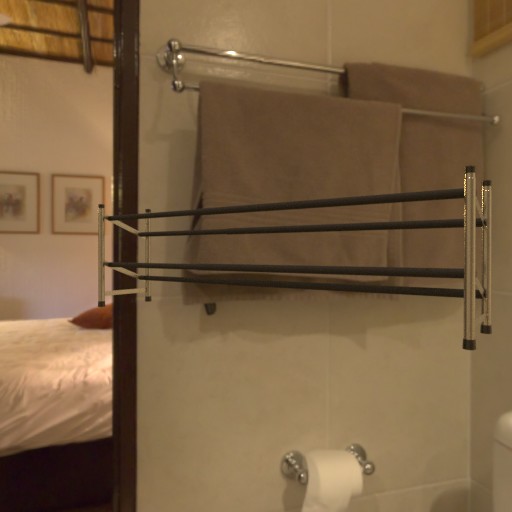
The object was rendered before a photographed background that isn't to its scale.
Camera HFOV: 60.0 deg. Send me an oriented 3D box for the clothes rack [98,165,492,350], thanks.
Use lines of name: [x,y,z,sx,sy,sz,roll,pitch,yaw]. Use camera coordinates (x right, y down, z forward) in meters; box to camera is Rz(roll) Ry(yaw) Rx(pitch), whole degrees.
clothes rack: [0.000,0.000,1.260,1.168,0.349,0.229,0,1,35]
